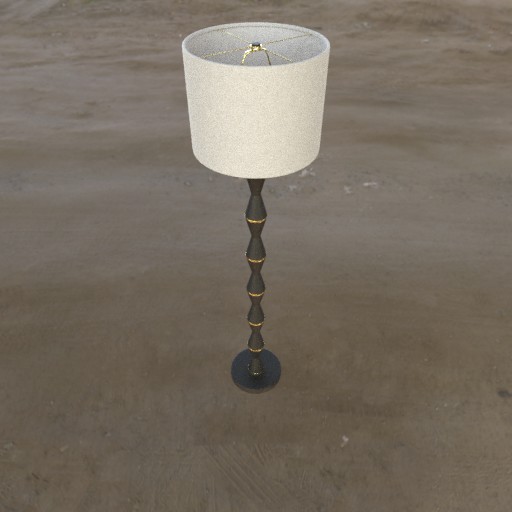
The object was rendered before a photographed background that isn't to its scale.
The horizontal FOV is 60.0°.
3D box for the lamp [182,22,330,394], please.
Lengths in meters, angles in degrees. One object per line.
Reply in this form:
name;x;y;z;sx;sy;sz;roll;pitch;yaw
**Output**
lamp;0.000;0.000;1.636;0.381;1.480;0.381;-25;47;-25
